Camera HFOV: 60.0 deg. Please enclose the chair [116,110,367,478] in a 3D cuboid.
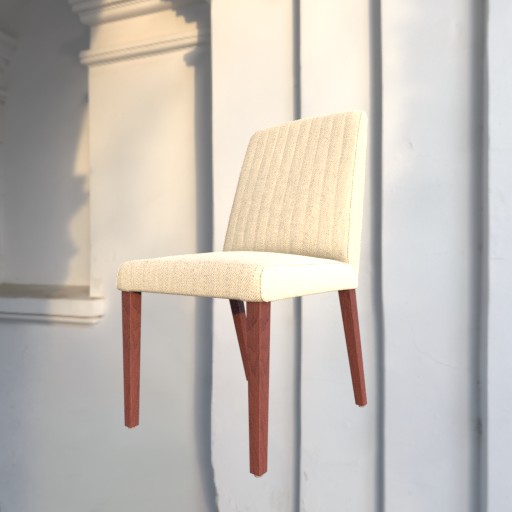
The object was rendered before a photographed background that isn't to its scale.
[{"bbox_3d":[0.000,0.000,1.246,0.480,0.900,0.594,0,0,37],"label":"chair"}]
